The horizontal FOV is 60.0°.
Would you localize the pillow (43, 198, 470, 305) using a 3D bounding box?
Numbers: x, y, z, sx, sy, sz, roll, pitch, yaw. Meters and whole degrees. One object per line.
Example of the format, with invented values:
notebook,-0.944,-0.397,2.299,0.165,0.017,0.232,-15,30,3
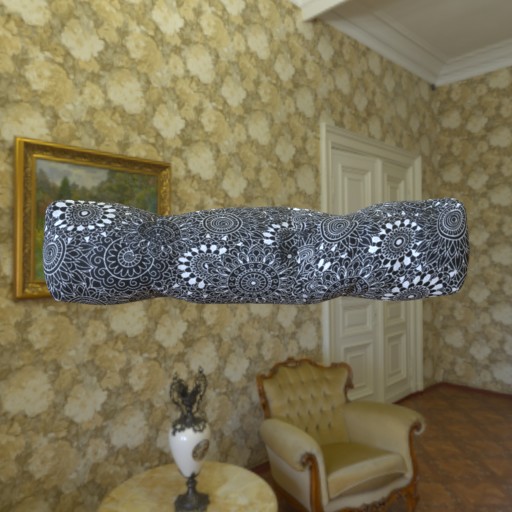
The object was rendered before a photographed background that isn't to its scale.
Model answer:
pillow,0.000,0.000,0.716,0.490,0.128,0.468,0,-1,0
